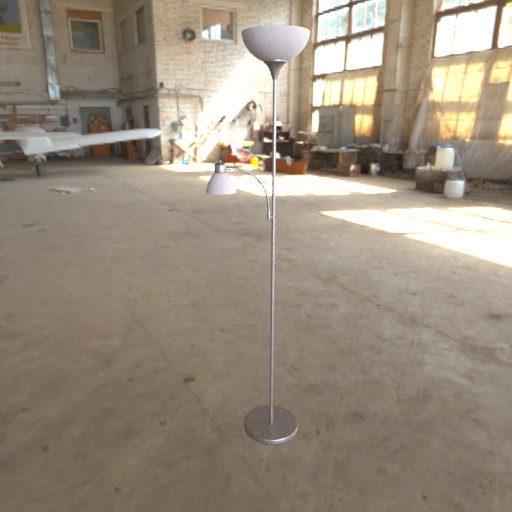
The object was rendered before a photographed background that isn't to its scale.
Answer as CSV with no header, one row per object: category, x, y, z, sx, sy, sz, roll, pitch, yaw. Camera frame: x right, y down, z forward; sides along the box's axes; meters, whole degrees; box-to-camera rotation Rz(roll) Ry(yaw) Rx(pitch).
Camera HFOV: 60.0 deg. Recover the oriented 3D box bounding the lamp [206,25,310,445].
lamp,0.000,0.000,1.967,0.425,1.804,0.279,-3,17,-10
